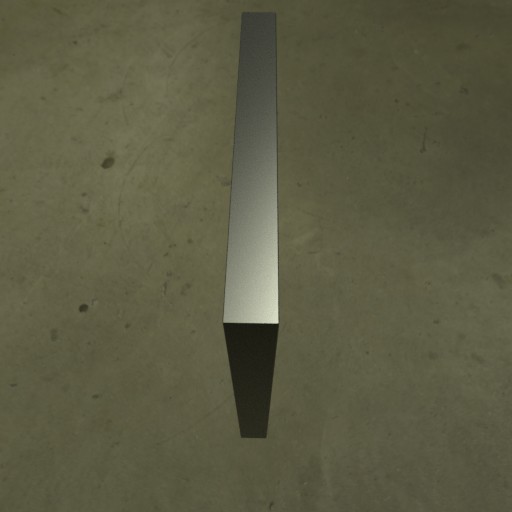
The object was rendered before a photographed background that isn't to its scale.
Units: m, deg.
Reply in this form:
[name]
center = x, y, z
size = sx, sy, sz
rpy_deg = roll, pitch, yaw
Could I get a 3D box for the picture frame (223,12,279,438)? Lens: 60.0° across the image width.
[picture frame]
center = 0.000, 0.000, 0.509
size = 0.034, 0.378, 0.328
rpy_deg = 1, 58, 1
